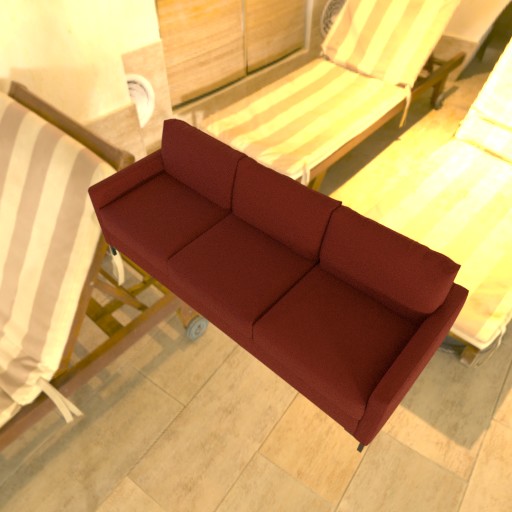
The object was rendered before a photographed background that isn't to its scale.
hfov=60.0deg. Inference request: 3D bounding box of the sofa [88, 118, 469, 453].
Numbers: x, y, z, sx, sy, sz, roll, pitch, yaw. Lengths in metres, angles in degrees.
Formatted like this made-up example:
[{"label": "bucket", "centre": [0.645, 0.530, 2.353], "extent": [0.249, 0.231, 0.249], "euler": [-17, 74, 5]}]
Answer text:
[{"label": "sofa", "centre": [0.000, 0.000, 2.720], "extent": [2.252, 0.879, 0.875], "euler": [33, 55, 27]}]
